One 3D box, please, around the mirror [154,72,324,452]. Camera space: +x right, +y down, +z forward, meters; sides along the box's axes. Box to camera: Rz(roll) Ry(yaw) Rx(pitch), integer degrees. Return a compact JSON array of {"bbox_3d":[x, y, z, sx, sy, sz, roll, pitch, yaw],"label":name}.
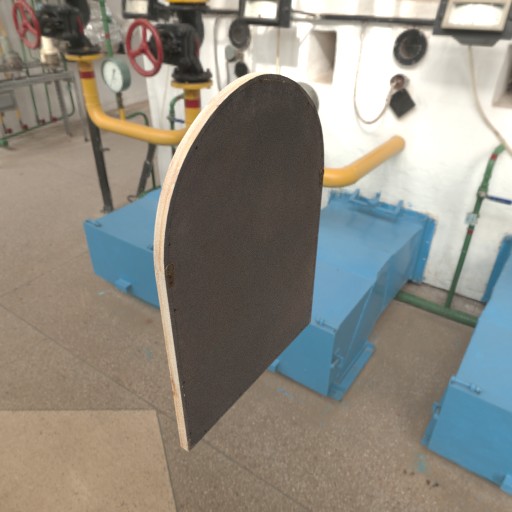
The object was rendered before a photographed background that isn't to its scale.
[{"bbox_3d":[0.000,0.000,1.192,0.032,0.920,0.660,21,38,30],"label":"mirror"}]
